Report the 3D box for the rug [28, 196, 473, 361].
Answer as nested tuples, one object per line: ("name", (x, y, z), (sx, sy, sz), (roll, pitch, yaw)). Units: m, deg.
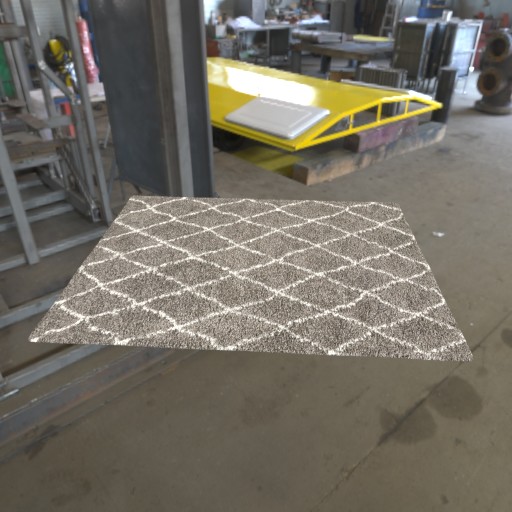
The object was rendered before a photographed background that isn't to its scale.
("rug", (0.000, 0.000, 4.037), (3.047, 0.029, 2.438), (2, 32, 3))
